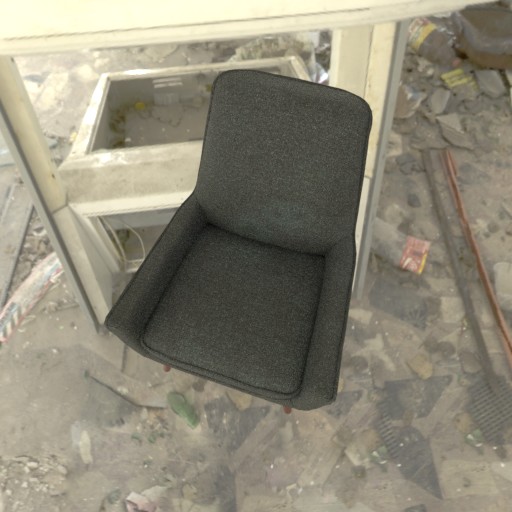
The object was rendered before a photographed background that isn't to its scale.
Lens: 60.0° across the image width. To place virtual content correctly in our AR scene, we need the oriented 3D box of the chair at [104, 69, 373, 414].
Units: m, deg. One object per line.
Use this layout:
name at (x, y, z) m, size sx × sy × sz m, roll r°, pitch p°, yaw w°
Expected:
chair at (0.000, 0.000, 1.568) m, size 0.763 × 0.883 × 0.859 m, roll 16°, pitch 61°, yaw 9°
